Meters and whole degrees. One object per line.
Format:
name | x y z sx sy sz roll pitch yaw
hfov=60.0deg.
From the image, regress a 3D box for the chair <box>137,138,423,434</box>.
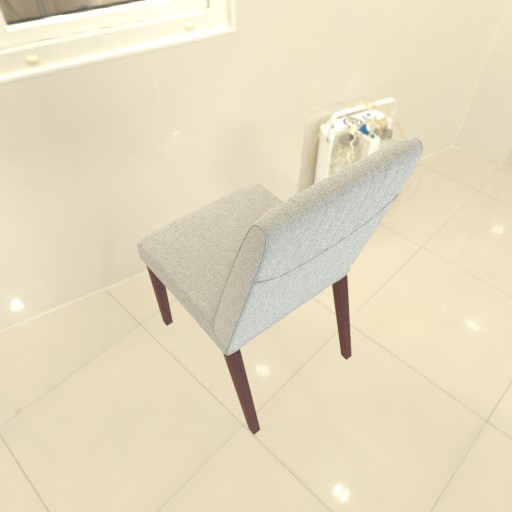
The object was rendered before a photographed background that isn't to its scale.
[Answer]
chair | 0.000 0.000 1.276 0.480 0.900 0.594 -31 54 -25
